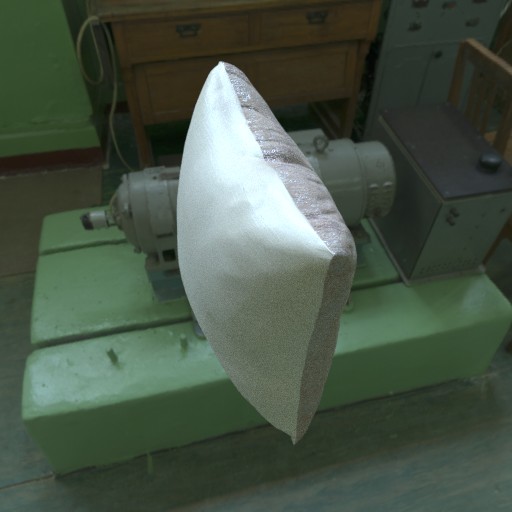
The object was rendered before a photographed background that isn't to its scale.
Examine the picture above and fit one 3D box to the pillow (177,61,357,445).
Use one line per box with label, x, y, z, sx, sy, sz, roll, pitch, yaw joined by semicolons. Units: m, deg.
pillow;0.000;0.000;0.713;0.245;0.448;0.450;-11;48;-10
